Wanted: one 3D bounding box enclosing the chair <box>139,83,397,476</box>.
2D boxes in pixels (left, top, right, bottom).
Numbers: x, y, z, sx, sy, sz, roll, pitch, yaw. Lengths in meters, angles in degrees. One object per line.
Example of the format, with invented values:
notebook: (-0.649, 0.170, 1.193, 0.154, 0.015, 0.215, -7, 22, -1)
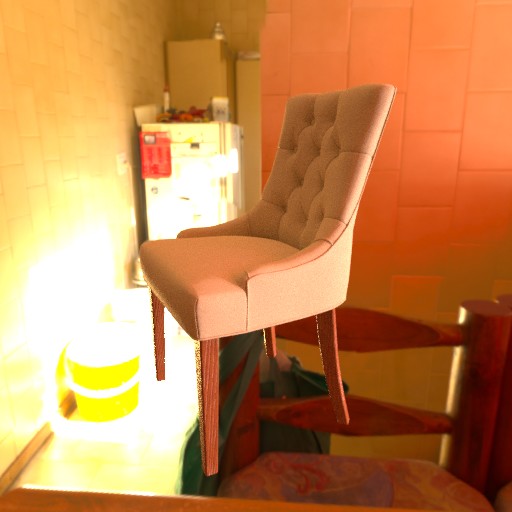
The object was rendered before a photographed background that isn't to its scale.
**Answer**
chair: (0.000, 0.000, 1.207, 0.565, 0.874, 0.509, -7, 17, -25)
